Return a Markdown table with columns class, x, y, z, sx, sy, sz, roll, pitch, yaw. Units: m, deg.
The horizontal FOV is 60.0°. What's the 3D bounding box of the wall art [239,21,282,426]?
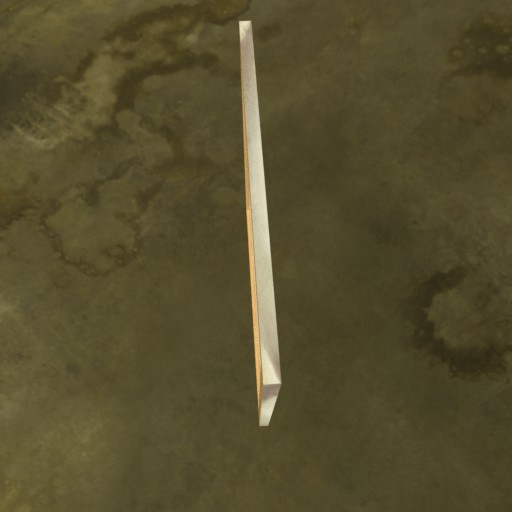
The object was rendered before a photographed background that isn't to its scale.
| class | x | y | z | sx | sy | sz | roll | pitch | yaw |
| --- | --- | --- | --- | --- | --- | --- | --- | --- | --- |
| wall art | 0.000 | 0.000 | 1.138 | 0.027 | 0.762 | 0.762 | -3 | 65 | -1 |
